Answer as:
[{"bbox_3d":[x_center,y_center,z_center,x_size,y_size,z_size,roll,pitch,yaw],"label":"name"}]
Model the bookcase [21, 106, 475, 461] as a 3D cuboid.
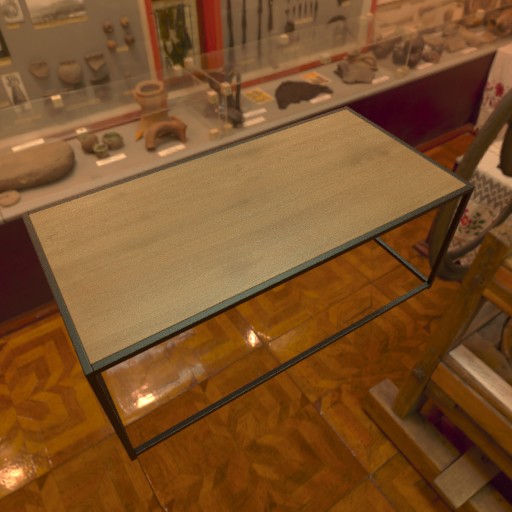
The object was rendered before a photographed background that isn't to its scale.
[{"bbox_3d":[0.000,0.000,1.226,1.000,0.400,0.500,-24,50,-22],"label":"bookcase"}]
